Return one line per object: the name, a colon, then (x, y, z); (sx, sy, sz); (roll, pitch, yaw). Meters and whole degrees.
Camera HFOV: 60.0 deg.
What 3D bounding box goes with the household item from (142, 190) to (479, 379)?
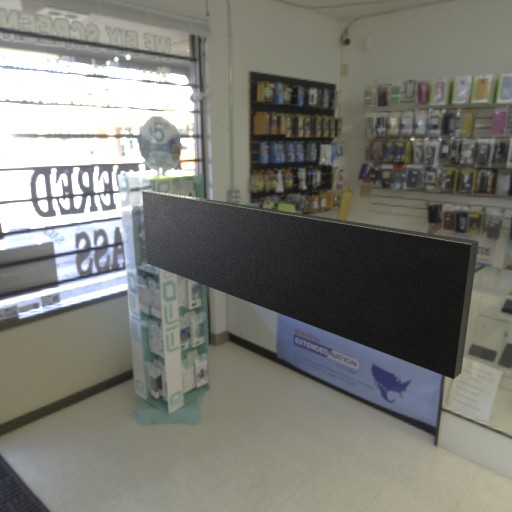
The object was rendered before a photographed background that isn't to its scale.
household item: (0.000, 0.000, 1.080); (0.030, 0.236, 1.001); (-14, 20, -42)
